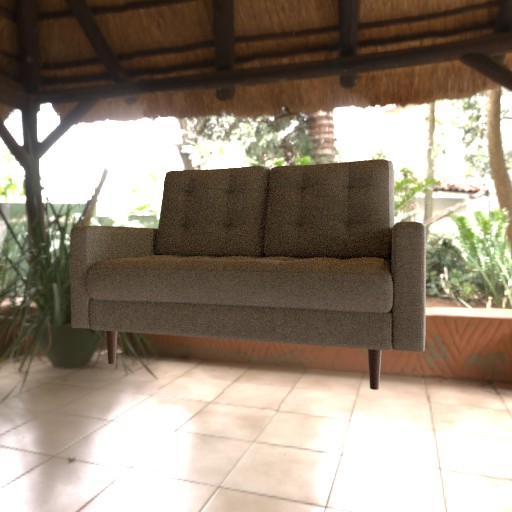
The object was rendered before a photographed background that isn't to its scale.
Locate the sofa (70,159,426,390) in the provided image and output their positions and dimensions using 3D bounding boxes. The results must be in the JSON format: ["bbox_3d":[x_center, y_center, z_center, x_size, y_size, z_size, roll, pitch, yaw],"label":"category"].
[{"bbox_3d":[0.000,0.000,2.012,1.407,0.907,0.842,1,2,18],"label":"sofa"}]
